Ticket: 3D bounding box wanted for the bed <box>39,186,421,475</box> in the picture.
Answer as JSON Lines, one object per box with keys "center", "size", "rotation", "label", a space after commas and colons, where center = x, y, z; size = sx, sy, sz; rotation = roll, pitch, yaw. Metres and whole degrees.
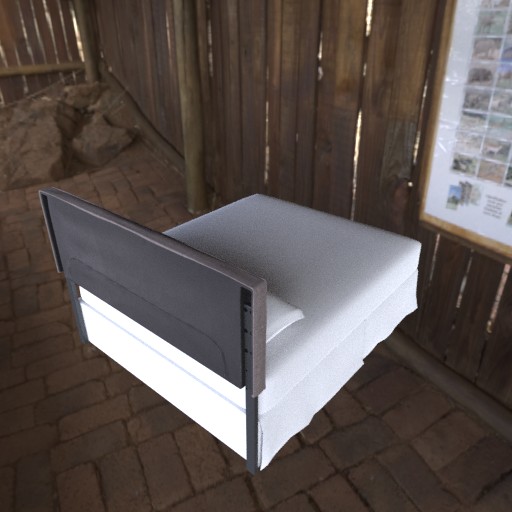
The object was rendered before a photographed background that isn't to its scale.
{"center": [0.000, 0.000, 2.892], "size": [1.610, 1.089, 1.894], "rotation": [22, 35, 35], "label": "bed"}
